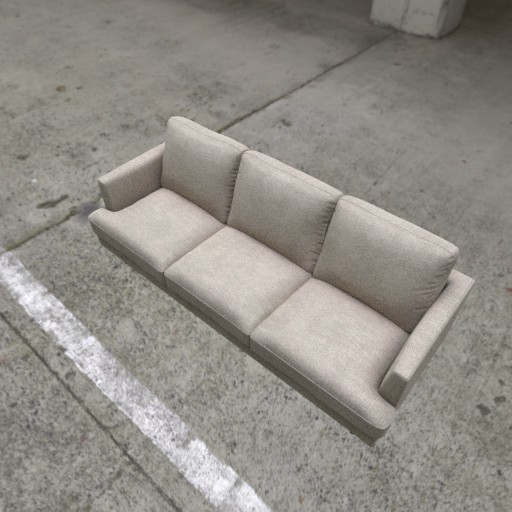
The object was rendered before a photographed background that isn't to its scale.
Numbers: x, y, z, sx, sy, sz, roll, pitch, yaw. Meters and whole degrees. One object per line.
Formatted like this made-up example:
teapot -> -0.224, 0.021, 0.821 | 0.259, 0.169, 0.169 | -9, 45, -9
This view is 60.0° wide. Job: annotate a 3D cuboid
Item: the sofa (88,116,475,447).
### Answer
sofa -> 0.000, 0.000, 2.679 | 2.246, 0.930, 0.903 | 31, 54, 27
